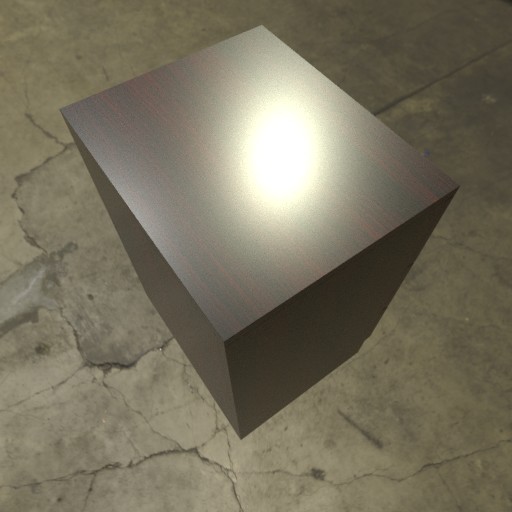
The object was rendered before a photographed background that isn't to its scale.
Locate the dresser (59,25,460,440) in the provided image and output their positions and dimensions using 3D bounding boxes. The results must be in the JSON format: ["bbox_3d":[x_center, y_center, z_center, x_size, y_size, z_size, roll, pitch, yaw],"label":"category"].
[{"bbox_3d":[0.000,0.000,0.800,0.360,0.560,0.400,-31,64,-18],"label":"dresser"}]
